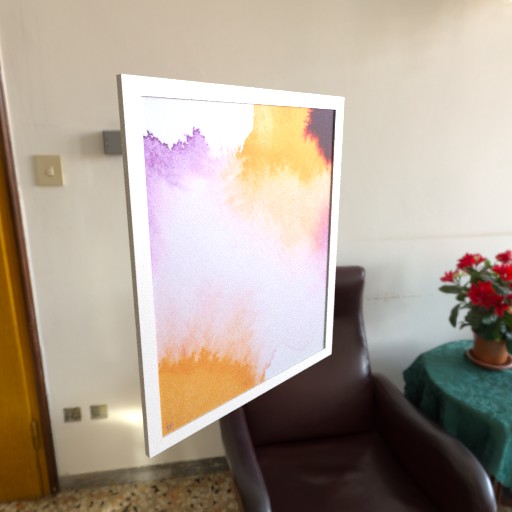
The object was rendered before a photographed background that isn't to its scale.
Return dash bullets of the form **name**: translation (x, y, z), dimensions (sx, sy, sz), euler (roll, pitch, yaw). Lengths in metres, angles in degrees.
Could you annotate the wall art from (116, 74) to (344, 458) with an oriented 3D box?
- **wall art**: translation (0.000, 0.000, 0.784), dimensions (0.012, 0.557, 0.482), euler (15, 21, 43)
